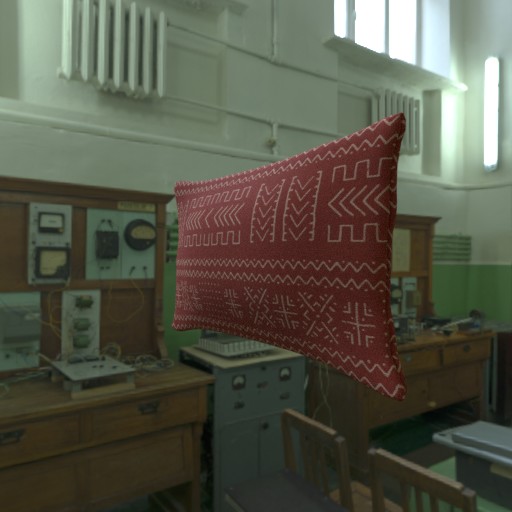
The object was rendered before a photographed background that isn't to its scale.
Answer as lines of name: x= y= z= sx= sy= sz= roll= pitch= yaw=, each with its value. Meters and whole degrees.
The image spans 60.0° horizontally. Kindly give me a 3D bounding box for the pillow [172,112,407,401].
pillow: x=0.000 y=0.000 z=0.797 sx=0.130 sy=0.352 sz=0.640 roll=0 pitch=0 yaw=-36
